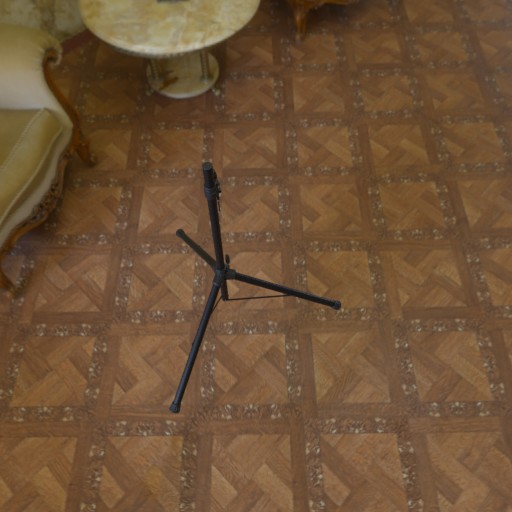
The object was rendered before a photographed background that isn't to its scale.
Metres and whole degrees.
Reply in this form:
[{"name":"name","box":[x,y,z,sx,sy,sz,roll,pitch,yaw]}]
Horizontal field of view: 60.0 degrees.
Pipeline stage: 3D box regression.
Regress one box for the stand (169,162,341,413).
[{"name":"stand","box":[0.000,0.000,1.891,0.907,1.136,1.045,-2,59,-1]}]
